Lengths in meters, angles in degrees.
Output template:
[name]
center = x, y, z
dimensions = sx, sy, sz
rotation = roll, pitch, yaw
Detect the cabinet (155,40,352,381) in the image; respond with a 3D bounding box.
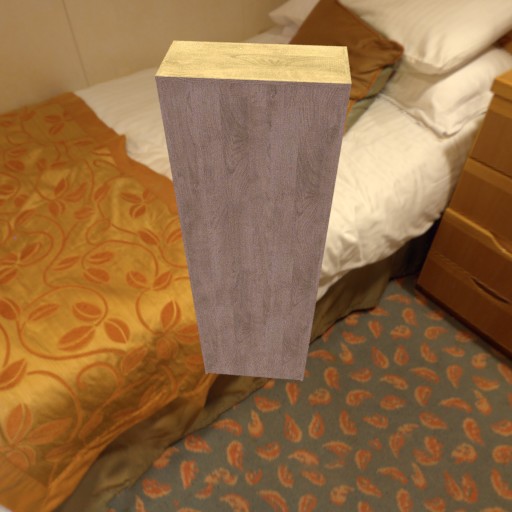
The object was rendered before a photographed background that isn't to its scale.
[cabinet]
center = 0.000, 0.000, 1.847
dimensions = 0.520, 1.630, 0.250
rotation = 4, 47, 3
